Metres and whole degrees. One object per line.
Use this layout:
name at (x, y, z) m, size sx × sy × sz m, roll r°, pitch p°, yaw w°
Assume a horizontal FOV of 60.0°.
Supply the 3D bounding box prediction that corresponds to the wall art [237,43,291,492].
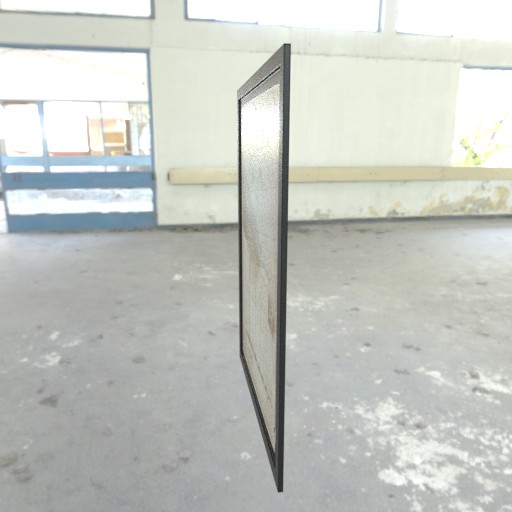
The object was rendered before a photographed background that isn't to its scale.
wall art at (0.000, 0.000, 1.261) m, size 0.013 × 0.967 × 0.707 m, roll -2°, pitch 14°, yaw -9°
